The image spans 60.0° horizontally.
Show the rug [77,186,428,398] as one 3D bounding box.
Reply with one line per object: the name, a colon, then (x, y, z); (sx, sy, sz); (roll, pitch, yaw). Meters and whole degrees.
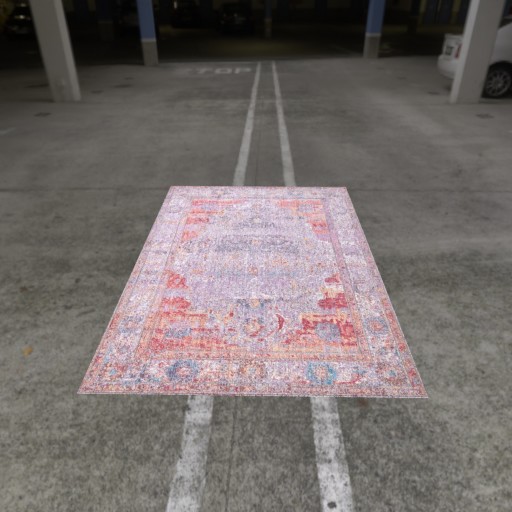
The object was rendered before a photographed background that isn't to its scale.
rug: (0.000, 0.000, 2.313); (1.219, 0.005, 1.829); (0, 32, 1)
